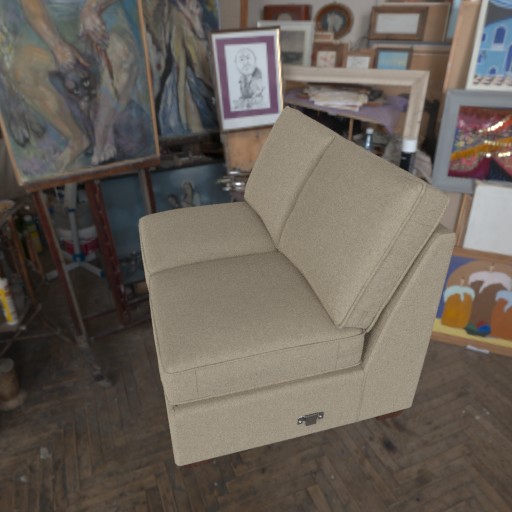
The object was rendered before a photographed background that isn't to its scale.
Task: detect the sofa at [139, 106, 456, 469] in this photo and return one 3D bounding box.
[{"bbox_3d":[0.000,0.000,1.931,0.951,1.008,1.237,-8,31,-14],"label":"sofa"}]
